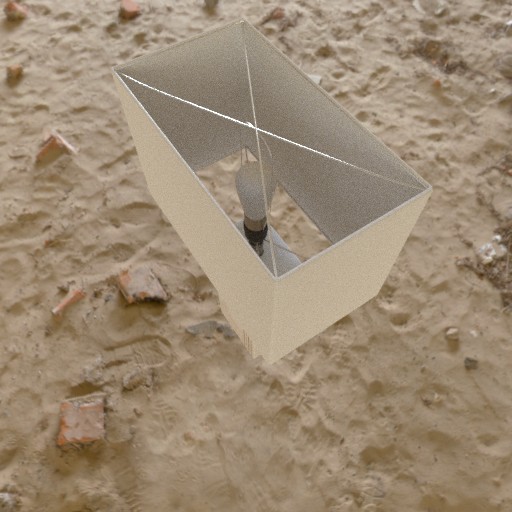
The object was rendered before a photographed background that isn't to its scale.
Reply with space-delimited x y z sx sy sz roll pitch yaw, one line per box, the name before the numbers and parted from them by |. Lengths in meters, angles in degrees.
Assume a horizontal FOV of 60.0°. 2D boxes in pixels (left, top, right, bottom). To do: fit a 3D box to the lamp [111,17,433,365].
lamp | 0.000 0.000 0.693 0.182 0.543 0.334 -30 63 -16
